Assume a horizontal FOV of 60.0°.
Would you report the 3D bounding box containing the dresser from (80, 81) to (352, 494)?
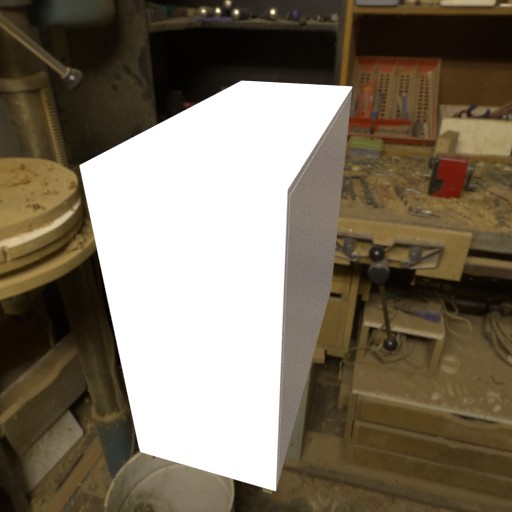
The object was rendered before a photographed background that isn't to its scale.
[{"bbox_3d":[0.000,0.000,1.601,0.460,1.000,1.100,9,32,14],"label":"dresser"}]
